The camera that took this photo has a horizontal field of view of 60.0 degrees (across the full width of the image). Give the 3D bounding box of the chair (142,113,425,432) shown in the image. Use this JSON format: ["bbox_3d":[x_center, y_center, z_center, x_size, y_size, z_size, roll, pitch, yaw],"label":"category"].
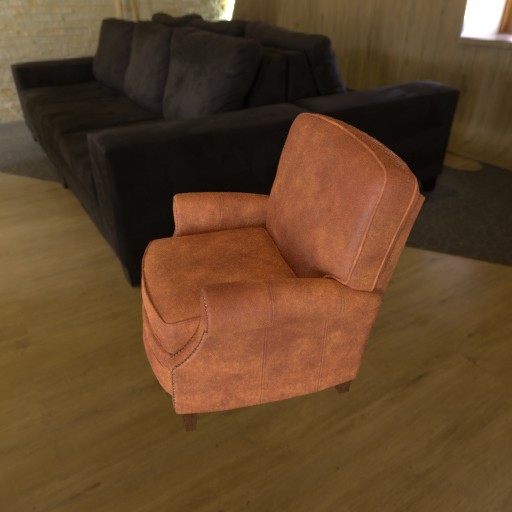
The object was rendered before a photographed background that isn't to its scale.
[{"bbox_3d":[0.000,0.000,1.810,0.986,1.018,0.936,-8,32,-13],"label":"chair"}]
